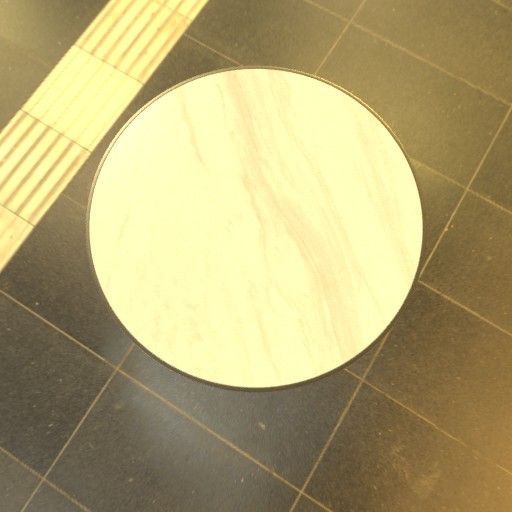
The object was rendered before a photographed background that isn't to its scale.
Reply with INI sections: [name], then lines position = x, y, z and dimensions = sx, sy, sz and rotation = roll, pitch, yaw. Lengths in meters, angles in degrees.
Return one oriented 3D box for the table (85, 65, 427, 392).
[table]
position = 0.000, 0.000, 0.811
dimensions = 0.445, 0.479, 0.445
rotation = 0, 77, 0
